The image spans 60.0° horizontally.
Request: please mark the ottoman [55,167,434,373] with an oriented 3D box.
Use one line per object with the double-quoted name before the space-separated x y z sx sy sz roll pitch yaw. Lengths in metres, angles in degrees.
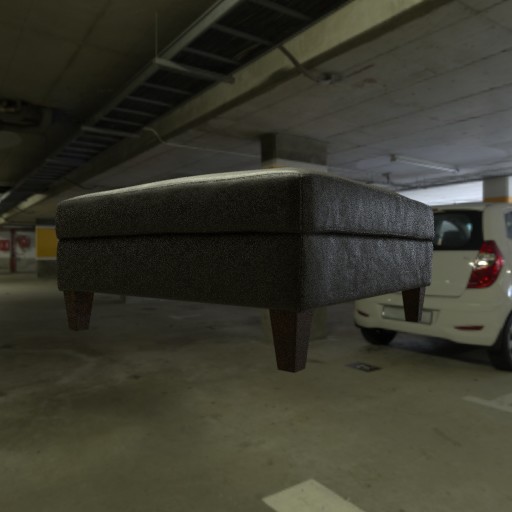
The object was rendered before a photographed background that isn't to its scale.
"ottoman" 0.000 0.000 1.329 0.836 0.415 0.844 0 1 37
